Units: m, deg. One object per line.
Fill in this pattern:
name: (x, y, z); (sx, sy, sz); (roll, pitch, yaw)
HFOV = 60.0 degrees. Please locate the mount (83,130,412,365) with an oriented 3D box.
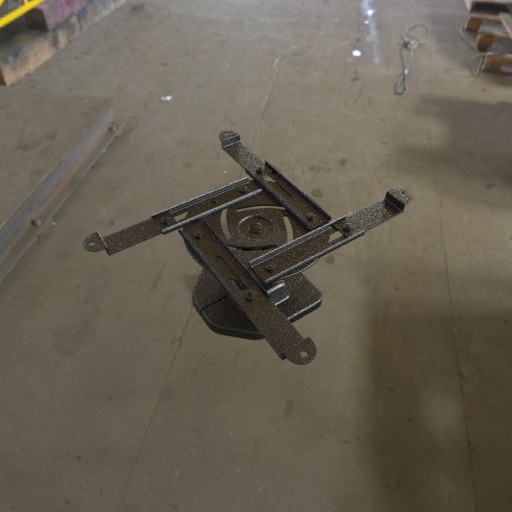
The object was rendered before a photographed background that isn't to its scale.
mount: (0.000, 0.000, 0.606); (0.394, 0.141, 0.394); (-26, 52, -22)
